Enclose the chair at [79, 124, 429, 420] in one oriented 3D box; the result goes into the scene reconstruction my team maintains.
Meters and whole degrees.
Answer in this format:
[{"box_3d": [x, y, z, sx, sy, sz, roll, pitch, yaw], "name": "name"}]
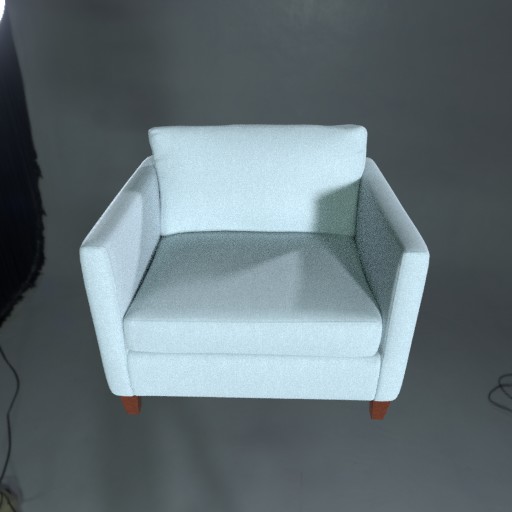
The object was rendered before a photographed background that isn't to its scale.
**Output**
[{"box_3d": [0.000, 0.000, 1.854, 1.107, 0.961, 0.953, 1, 30, 1], "name": "chair"}]
